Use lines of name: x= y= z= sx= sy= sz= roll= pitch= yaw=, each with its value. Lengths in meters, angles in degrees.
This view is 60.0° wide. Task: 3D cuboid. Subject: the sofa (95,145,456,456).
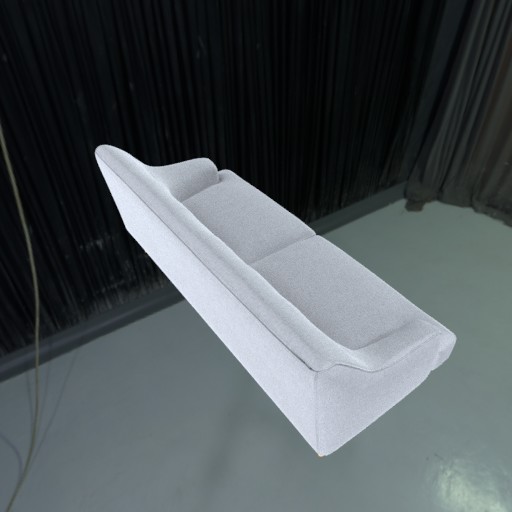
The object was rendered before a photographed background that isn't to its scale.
sofa: x=0.000 y=0.000 z=2.521 sx=0.978 sy=0.871 sz=2.057 roll=-25 pitch=47 yaw=-27
